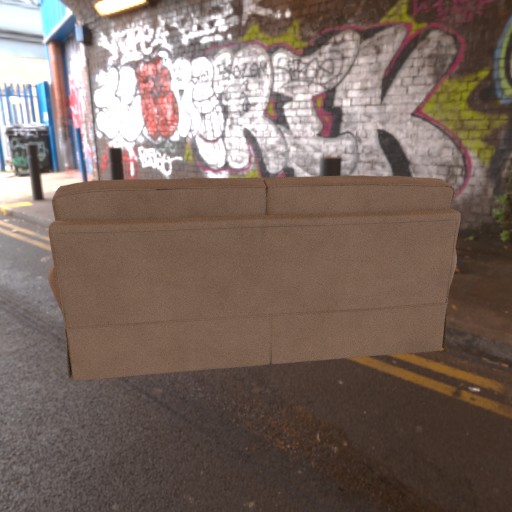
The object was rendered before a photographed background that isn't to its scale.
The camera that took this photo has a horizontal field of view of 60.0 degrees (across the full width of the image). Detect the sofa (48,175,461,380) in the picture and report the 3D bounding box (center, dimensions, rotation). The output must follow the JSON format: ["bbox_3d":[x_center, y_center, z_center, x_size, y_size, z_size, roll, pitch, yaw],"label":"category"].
[{"bbox_3d":[0.000,0.000,2.725,2.246,1.014,0.900,-3,16,-9],"label":"sofa"}]
